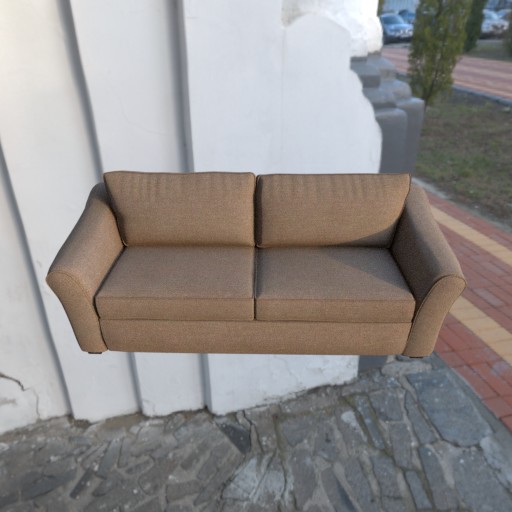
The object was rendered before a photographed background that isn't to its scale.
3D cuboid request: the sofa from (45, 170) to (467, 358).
[{"bbox_3d":[0.000,0.000,2.769,2.270,0.906,0.986,1,29,1],"label":"sofa"}]
